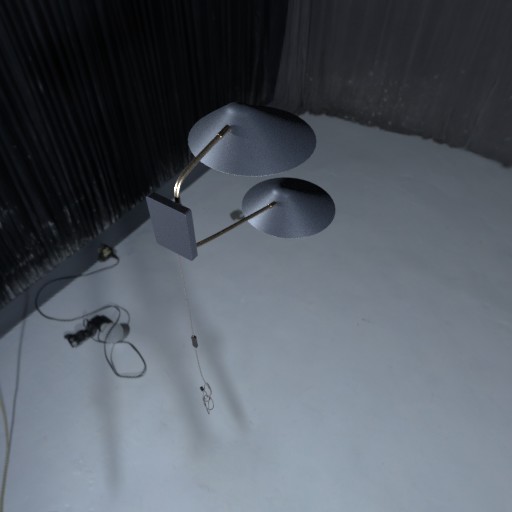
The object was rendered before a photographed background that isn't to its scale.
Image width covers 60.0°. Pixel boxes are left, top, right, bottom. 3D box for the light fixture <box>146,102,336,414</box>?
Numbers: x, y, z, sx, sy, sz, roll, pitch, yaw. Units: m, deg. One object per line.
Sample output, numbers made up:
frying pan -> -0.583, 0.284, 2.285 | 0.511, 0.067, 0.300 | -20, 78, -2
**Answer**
light fixture -> 0.000, 0.000, 0.850 | 0.189, 0.665, 0.422 | 26, 52, 22
